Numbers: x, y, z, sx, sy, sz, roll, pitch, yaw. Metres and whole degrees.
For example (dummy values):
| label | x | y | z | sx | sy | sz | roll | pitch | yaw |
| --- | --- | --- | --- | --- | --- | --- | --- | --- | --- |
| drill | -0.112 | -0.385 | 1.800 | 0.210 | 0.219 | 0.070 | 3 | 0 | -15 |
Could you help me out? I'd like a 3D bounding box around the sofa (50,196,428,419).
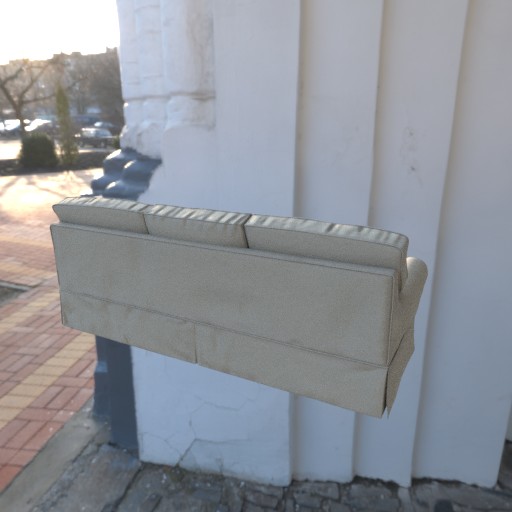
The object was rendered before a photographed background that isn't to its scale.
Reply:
| label | x | y | z | sx | sy | sz | roll | pitch | yaw |
| --- | --- | --- | --- | --- | --- | --- | --- | --- | --- |
| sofa | 0.000 | 0.000 | 3.383 | 2.475 | 0.978 | 1.733 | 9 | 19 | 26 |
